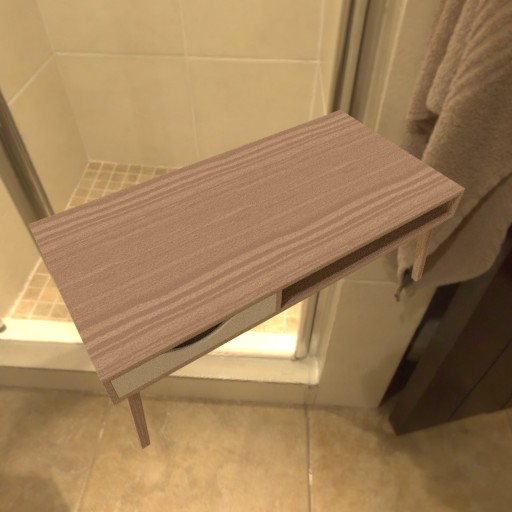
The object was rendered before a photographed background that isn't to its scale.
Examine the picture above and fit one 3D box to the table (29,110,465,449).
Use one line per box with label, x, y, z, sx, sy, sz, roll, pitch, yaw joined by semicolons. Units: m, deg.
table;0.000;0.000;1.515;1.200;0.450;0.600;-26;52;-22
